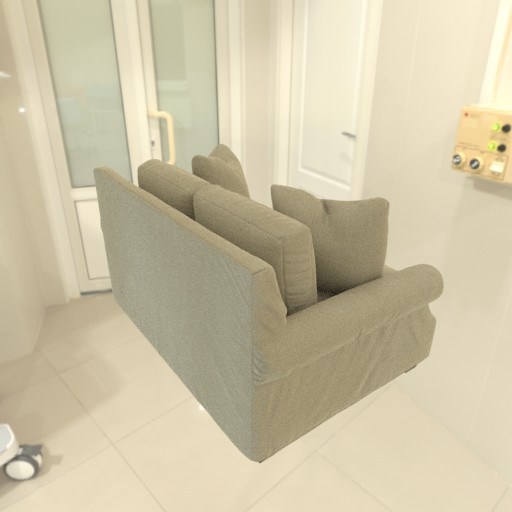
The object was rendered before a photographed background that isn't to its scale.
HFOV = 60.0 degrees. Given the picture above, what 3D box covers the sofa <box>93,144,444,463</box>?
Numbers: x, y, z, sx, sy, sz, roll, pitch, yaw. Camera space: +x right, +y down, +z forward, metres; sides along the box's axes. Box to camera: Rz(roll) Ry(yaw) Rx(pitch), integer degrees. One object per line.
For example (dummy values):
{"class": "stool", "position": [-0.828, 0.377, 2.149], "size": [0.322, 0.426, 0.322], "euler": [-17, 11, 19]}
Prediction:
{"class": "sofa", "position": [0.000, 0.000, 2.184], "size": [1.070, 0.905, 1.550], "euler": [-17, 31, -32]}
